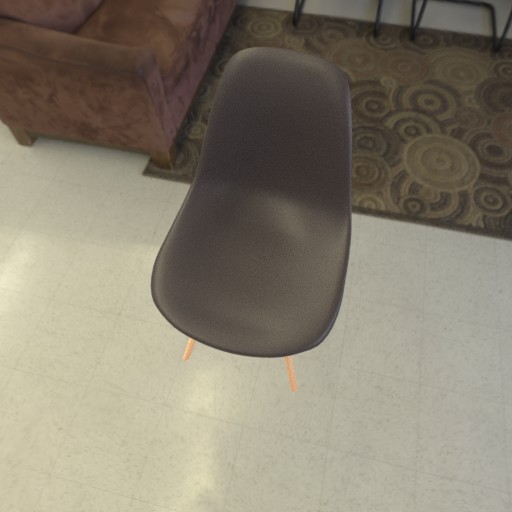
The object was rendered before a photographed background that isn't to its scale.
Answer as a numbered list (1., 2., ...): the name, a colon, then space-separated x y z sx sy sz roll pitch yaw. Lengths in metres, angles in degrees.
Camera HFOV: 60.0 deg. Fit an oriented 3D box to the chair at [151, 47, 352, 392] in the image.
1. chair: 0.000 0.000 1.148 0.470 0.825 0.533 14 60 8
